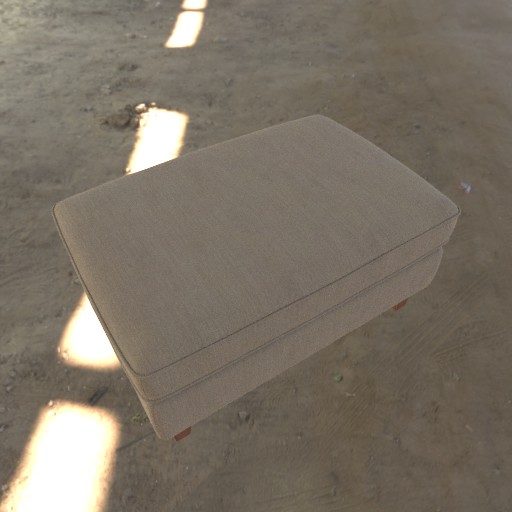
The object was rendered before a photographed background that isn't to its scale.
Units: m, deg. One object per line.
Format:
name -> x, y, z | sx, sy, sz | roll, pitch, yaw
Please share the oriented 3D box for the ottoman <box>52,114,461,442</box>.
ottoman -> 0.000, 0.000, 1.306 | 0.941, 0.480, 0.636 | -25, 51, -22
